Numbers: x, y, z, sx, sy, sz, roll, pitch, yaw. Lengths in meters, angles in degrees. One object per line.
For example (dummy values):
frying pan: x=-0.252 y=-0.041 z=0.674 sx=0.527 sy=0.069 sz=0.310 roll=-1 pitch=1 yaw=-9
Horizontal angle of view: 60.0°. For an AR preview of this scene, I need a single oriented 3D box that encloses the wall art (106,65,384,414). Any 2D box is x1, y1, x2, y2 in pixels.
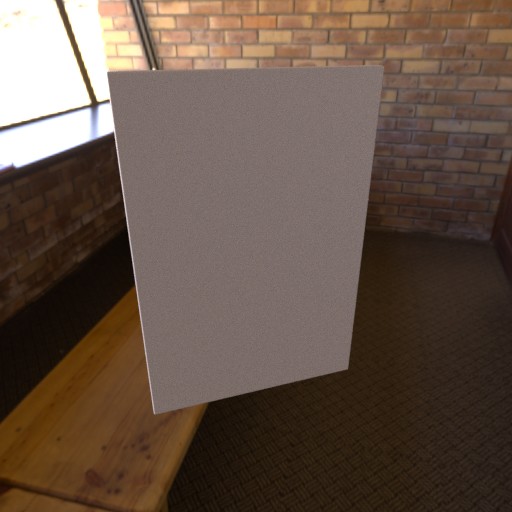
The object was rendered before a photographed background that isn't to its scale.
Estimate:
wall art: x=0.000 y=0.000 z=1.512 sx=0.808 sy=1.183 sz=0.038 roll=-8 pitch=28 yaw=-16
